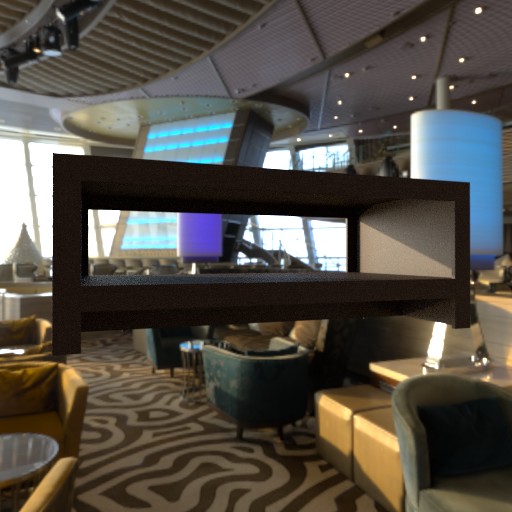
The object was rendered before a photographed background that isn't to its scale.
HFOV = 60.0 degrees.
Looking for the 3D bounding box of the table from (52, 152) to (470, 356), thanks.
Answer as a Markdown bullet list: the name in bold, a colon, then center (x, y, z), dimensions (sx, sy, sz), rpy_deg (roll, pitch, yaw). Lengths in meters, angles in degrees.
- **table**: center (0.000, 0.000, 1.378), dimensions (1.099, 0.424, 0.597), rpy_deg (0, 0, -19)
